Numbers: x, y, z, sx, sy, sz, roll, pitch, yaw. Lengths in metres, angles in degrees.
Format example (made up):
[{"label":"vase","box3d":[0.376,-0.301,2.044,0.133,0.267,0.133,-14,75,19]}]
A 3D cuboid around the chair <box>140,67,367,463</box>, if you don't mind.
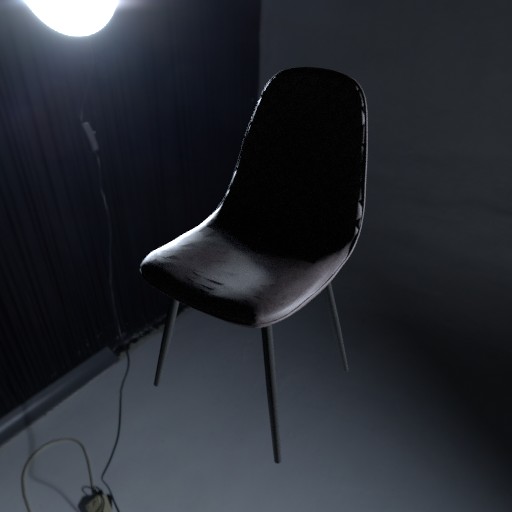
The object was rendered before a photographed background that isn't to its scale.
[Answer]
[{"label":"chair","box3d":[0.000,0.000,1.202,0.472,0.889,0.561,20,36,30]}]
